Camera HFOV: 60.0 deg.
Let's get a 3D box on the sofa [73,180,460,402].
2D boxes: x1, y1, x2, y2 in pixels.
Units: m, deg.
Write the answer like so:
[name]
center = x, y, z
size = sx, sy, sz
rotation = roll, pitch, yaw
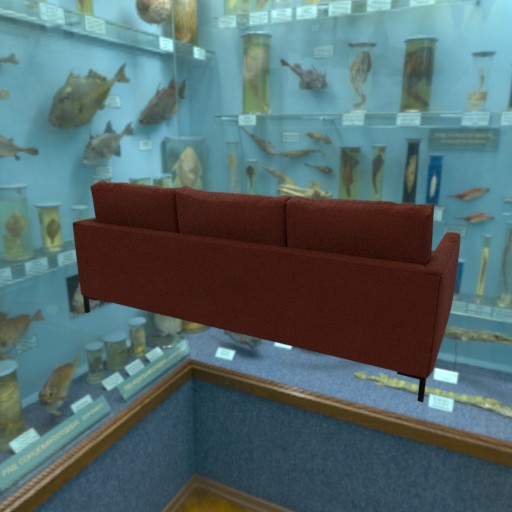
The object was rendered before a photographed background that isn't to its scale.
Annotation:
[sofa]
center = 0.000, 0.000, 2.745
size = 2.252, 0.879, 0.875
rotation = 8, 18, 27
